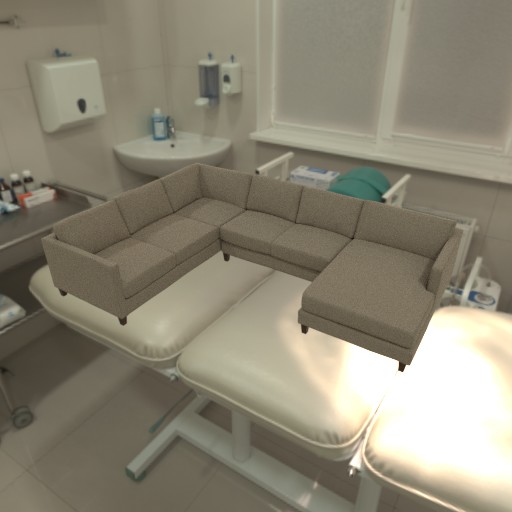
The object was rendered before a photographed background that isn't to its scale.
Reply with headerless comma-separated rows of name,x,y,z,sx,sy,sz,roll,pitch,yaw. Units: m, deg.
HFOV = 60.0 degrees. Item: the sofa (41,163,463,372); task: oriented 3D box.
sofa,0.000,0.000,4.496,3.438,0.865,2.424,18,35,28
